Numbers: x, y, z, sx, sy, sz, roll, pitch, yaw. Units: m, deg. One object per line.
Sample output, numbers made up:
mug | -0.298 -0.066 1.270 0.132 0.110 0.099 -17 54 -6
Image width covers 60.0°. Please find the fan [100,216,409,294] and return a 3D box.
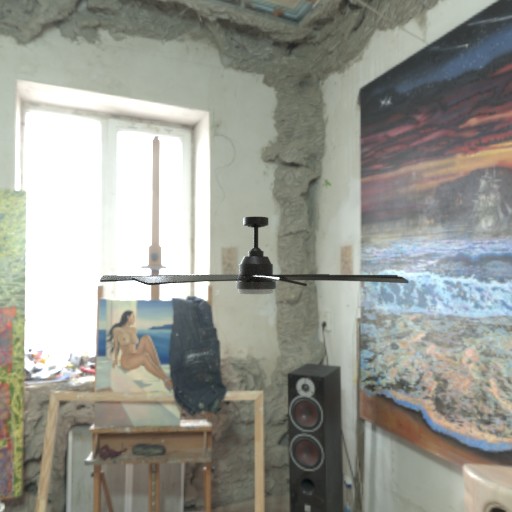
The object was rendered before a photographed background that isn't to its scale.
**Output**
fan | 0.000 0.000 2.744 1.830 0.472 1.830 -1 -2 35
